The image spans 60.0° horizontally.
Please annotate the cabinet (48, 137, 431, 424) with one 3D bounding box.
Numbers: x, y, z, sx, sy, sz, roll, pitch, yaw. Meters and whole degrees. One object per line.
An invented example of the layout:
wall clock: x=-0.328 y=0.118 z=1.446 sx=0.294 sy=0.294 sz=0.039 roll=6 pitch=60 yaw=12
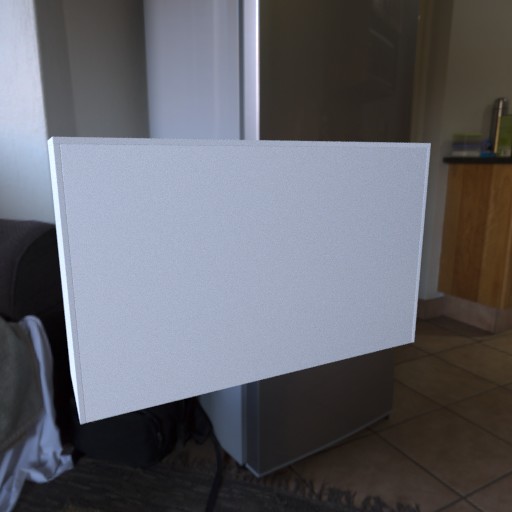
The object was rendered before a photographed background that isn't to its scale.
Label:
cabinet: x=0.000 y=0.000 z=1.808 sx=1.450 sy=0.900 sz=0.380 roll=-6 pitch=14 yaw=-26
